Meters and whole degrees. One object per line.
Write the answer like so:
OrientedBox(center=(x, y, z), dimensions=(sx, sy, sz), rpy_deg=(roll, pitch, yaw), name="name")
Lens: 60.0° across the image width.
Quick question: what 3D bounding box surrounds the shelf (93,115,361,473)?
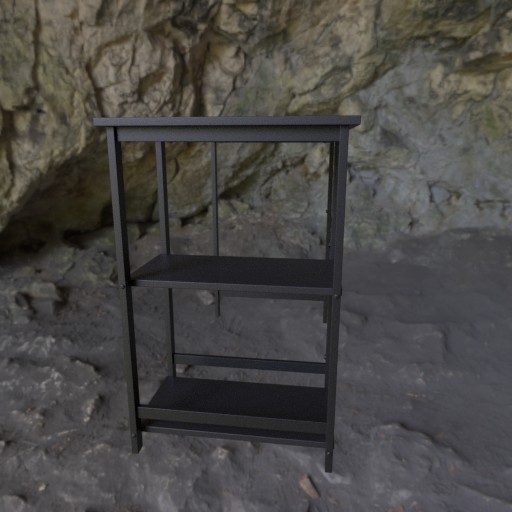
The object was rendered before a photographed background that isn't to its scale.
OrientedBox(center=(0.000, 0.000, 1.331), dimensions=(0.498, 0.749, 0.902), rpy_deg=(2, 14, 8), name="shelf")
